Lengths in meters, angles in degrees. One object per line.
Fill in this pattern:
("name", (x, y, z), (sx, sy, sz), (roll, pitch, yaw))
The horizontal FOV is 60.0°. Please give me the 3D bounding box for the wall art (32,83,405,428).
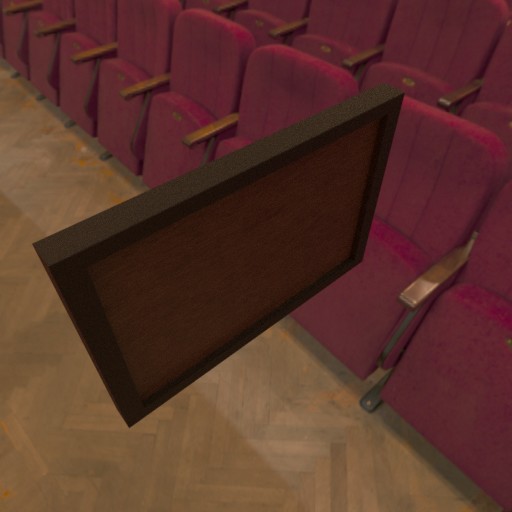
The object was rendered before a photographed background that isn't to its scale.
("wall art", (0.000, 0.000, 0.839), (0.671, 0.456, 0.051), (-31, 54, -26))
